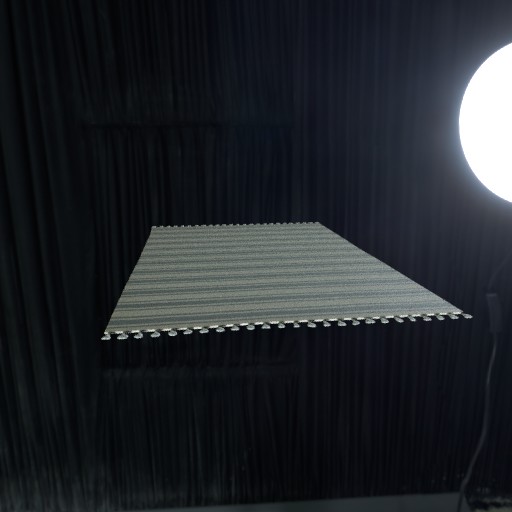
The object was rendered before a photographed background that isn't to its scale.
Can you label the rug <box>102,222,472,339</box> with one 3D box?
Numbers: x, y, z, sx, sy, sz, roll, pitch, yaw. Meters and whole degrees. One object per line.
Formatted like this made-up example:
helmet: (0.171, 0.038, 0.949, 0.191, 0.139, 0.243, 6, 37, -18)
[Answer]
rug: (0.000, 0.000, 2.948, 1.539, 0.011, 2.410, -2, 14, -8)
